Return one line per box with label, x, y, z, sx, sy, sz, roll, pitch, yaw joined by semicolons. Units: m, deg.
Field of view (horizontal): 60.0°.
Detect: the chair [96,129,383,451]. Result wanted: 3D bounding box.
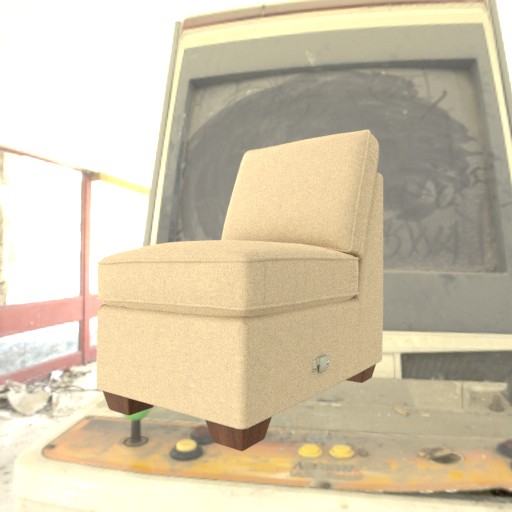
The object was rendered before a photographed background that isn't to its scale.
chair;0.000;0.000;1.581;0.621;0.970;0.938;0;-1;36
